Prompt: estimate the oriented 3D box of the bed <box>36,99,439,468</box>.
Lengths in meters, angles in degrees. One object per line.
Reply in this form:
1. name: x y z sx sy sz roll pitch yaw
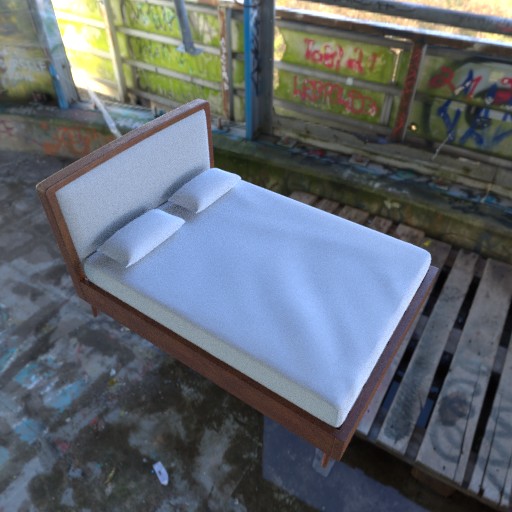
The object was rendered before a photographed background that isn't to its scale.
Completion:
1. bed: 0.000 0.000 3.146 2.196 1.275 1.587 25 48 25
